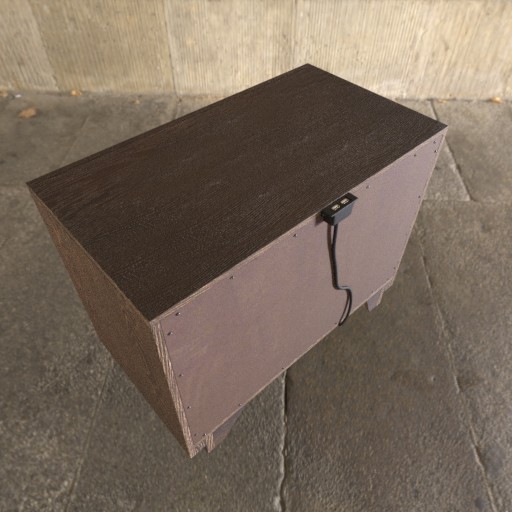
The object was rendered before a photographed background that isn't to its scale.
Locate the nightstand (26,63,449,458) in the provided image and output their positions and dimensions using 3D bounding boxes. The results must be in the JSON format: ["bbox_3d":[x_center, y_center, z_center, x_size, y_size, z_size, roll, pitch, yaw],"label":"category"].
[{"bbox_3d":[0.000,0.000,1.126,0.775,0.612,0.457,-33,55,-27],"label":"nightstand"}]
